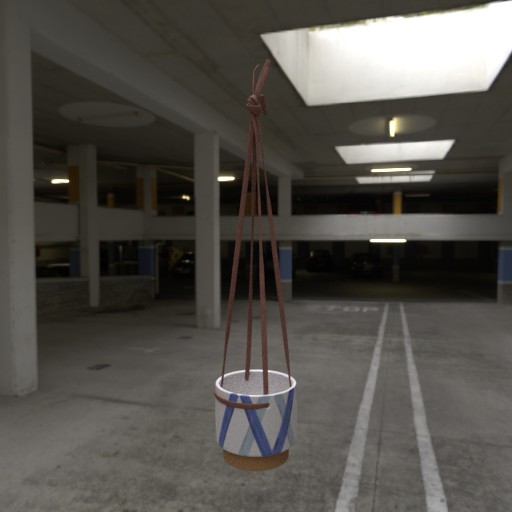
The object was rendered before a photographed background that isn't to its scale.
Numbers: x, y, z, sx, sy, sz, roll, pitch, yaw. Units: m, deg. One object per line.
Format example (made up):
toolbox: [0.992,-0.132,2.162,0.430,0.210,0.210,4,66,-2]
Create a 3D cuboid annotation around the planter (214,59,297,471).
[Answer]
planter: [0.000,0.000,0.825,0.153,0.753,0.157,1,3,17]
